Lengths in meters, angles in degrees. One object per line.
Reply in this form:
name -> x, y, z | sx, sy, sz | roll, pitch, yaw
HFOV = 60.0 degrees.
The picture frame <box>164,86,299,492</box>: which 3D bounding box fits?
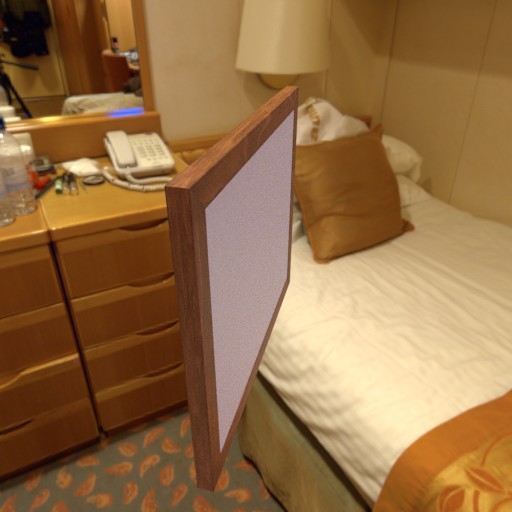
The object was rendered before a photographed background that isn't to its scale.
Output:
picture frame -> 0.000, 0.000, 0.750 | 0.025, 0.457, 0.559 | 8, 31, 13
